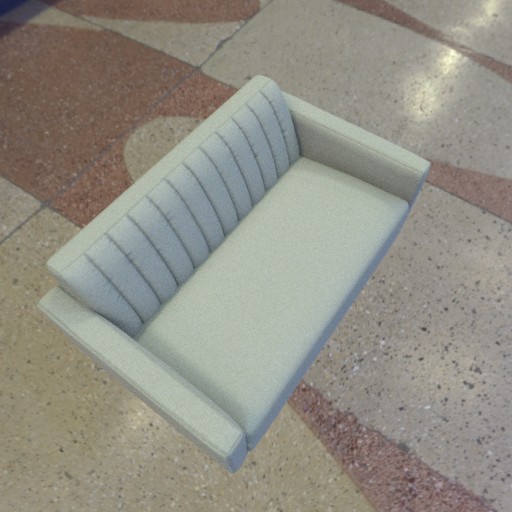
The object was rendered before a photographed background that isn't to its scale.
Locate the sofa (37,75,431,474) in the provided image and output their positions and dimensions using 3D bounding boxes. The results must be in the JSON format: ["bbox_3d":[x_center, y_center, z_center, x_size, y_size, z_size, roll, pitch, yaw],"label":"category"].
[{"bbox_3d":[0.000,0.000,2.082,0.950,0.801,1.585,32,64,18],"label":"sofa"}]
